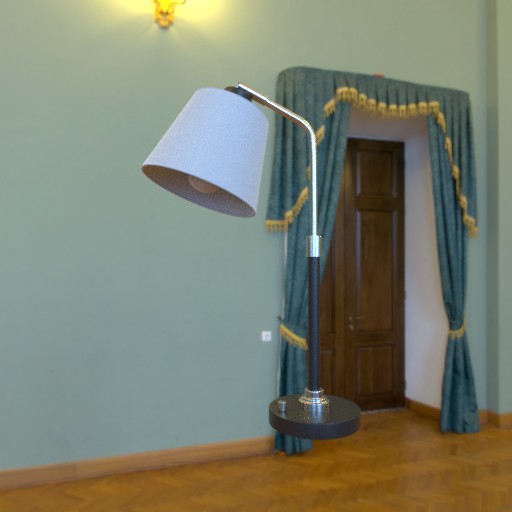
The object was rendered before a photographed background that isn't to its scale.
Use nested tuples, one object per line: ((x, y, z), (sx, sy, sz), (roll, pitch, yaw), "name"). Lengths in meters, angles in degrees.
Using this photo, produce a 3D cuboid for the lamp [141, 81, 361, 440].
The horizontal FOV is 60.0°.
((0.000, 0.000, 0.691), (0.348, 0.539, 0.181), (0, -1, -19), "lamp")
